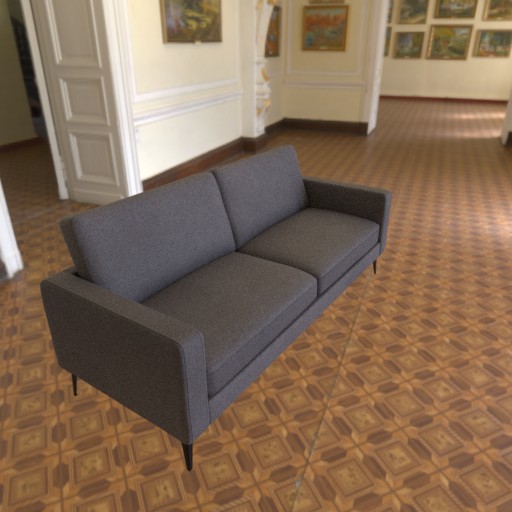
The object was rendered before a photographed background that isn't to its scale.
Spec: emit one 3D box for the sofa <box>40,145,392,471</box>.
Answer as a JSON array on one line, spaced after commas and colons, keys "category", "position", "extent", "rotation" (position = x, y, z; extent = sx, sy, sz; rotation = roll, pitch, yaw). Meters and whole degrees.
[{"category": "sofa", "position": [0.000, 0.000, 2.321], "extent": [0.774, 0.828, 1.925], "rotation": [17, 30, 31]}]
